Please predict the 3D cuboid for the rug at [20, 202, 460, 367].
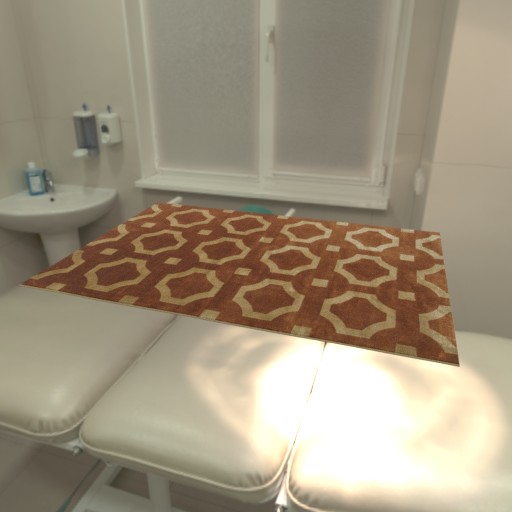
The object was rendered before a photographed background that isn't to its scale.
[{"bbox_3d":[0.000,0.000,2.835,2.286,0.016,1.555,8,26,16],"label":"rug"}]
